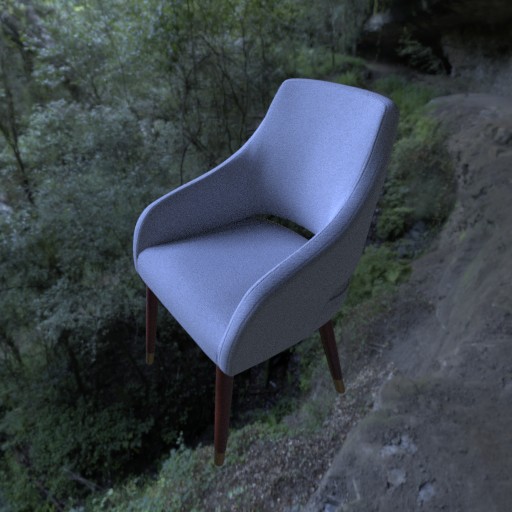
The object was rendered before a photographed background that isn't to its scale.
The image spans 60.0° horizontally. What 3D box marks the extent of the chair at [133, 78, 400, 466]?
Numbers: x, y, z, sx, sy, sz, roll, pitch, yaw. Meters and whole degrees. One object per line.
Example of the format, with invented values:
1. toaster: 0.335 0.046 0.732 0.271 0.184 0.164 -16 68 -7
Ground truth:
1. chair: 0.000 0.000 1.293 0.600 0.889 0.609 -20 36 -29
